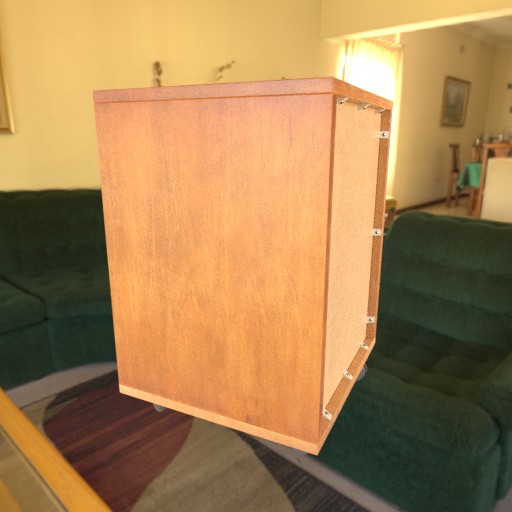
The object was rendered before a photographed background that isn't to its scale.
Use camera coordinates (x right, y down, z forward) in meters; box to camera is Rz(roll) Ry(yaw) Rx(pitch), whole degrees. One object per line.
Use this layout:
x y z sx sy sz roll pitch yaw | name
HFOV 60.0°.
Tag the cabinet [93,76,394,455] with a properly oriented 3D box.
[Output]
0.000 0.000 0.853 0.401 0.579 0.409 7 17 25 | cabinet
